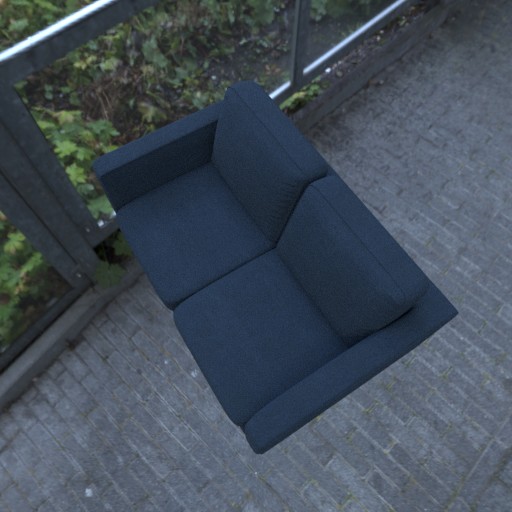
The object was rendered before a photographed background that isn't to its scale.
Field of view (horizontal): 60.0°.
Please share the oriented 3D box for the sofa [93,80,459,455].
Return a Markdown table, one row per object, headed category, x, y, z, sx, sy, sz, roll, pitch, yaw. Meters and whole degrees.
| category | x | y | z | sx | sy | sz | roll | pitch | yaw |
| --- | --- | --- | --- | --- | --- | --- | --- | --- | --- |
| sofa | 0.000 | 0.000 | 2.172 | 0.999 | 0.930 | 1.518 | -30 | 68 | -14 |
